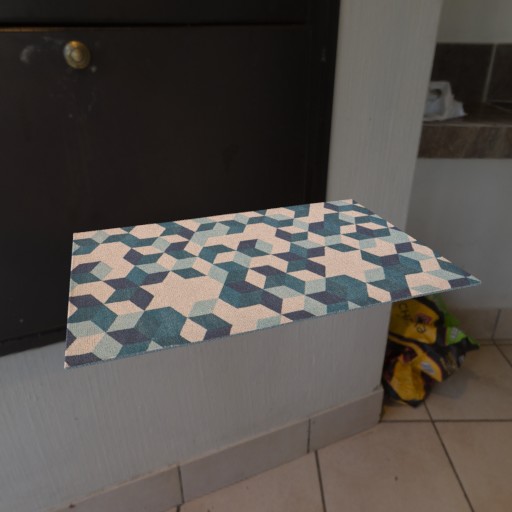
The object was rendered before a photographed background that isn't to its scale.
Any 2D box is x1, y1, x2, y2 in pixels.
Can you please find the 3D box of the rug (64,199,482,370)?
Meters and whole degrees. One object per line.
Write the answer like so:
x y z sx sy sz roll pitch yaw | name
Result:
0.000 0.000 2.328 1.829 0.014 1.235 -9 28 -17 | rug
